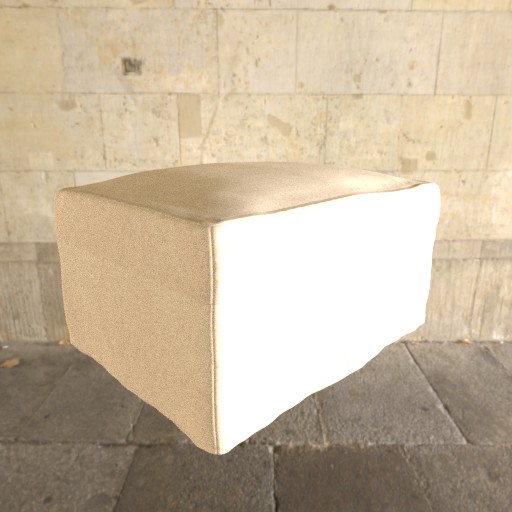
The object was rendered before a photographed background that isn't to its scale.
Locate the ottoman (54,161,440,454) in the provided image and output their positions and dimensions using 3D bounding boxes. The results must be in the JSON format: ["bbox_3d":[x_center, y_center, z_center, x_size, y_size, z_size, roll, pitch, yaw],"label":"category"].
[{"bbox_3d":[0.000,0.000,1.211,0.833,0.485,0.650,-15,22,-42],"label":"ottoman"}]
